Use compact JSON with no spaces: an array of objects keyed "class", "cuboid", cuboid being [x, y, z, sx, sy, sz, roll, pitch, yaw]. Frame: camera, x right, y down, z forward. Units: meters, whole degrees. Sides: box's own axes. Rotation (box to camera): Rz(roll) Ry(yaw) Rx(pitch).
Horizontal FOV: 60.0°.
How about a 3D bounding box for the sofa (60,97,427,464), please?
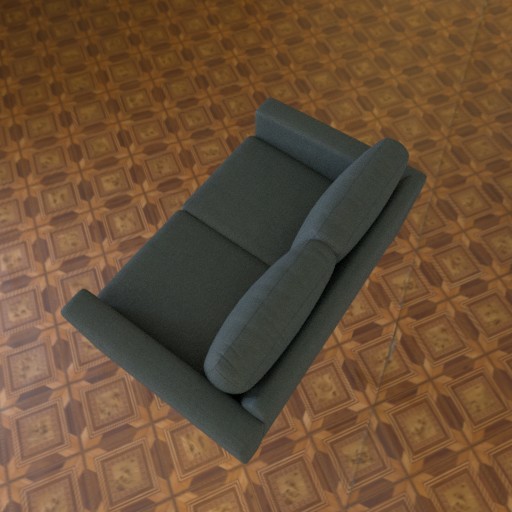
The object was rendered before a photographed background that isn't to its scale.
[{"class":"sofa","cuboid":[0.000,0.000,2.089,0.955,0.903,1.489,32,66,16]}]
